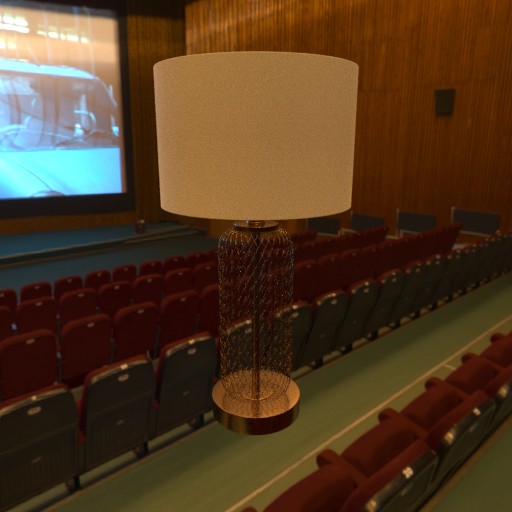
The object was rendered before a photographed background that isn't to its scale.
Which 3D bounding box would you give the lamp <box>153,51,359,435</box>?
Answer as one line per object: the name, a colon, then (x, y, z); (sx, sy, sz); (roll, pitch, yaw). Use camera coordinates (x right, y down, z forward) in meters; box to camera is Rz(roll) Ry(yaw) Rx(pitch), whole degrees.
lamp: (0.000, 0.000, 0.619); (0.252, 0.483, 0.252); (-14, 20, -41)
